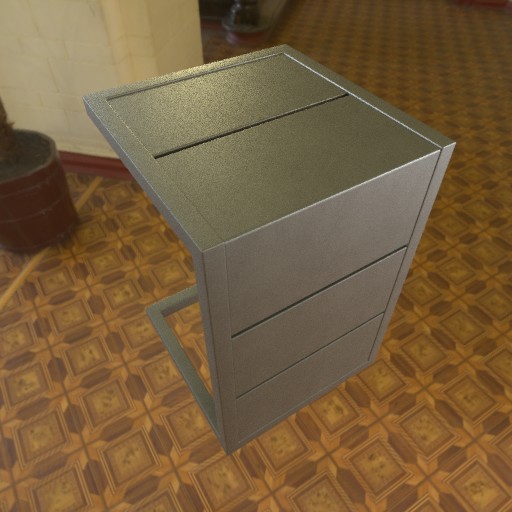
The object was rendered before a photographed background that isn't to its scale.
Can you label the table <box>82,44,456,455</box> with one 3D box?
[{"bbox_3d":[0.000,0.000,0.892,0.405,0.609,0.420,-25,51,-22],"label":"table"}]
